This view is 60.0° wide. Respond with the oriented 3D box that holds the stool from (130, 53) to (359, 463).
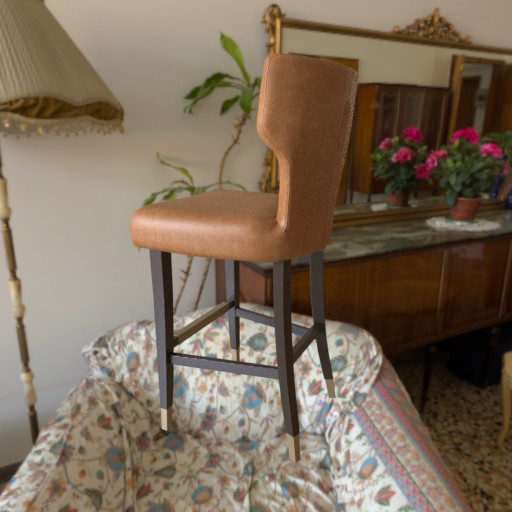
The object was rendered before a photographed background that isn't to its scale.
[{"bbox_3d":[0.000,0.000,1.397,0.563,1.092,0.526,8,17,26],"label":"stool"}]
